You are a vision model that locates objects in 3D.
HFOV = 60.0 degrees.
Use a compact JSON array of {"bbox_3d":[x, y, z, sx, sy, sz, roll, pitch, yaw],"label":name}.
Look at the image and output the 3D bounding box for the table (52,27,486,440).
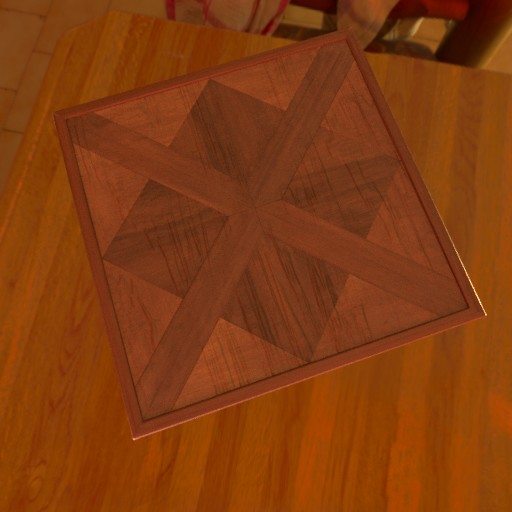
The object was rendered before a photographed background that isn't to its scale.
[{"bbox_3d":[0.000,0.000,0.921,0.503,0.563,0.503,-18,76,-5],"label":"table"}]
